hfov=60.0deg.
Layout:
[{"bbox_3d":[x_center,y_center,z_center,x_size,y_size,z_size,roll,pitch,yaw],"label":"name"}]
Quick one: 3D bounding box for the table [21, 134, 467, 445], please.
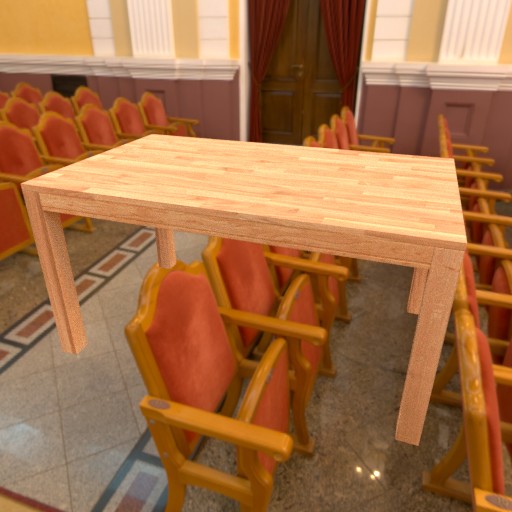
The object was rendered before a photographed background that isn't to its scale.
[{"bbox_3d":[0.000,0.000,1.943,1.500,0.770,0.900,9,29,17],"label":"table"}]
